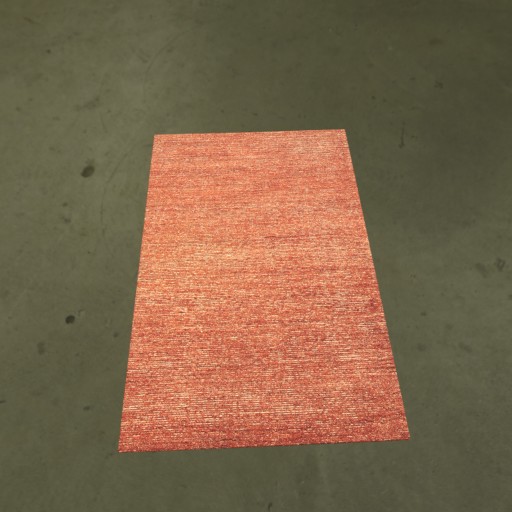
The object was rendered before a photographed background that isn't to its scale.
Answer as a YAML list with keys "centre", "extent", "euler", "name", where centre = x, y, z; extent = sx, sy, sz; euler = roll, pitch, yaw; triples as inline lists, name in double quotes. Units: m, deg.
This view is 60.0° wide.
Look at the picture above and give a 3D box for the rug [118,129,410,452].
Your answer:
- centre: [0.000, 0.000, 2.183]
  extent: [1.139, 0.011, 1.747]
  euler: [-2, 58, -1]
  name: "rug"
